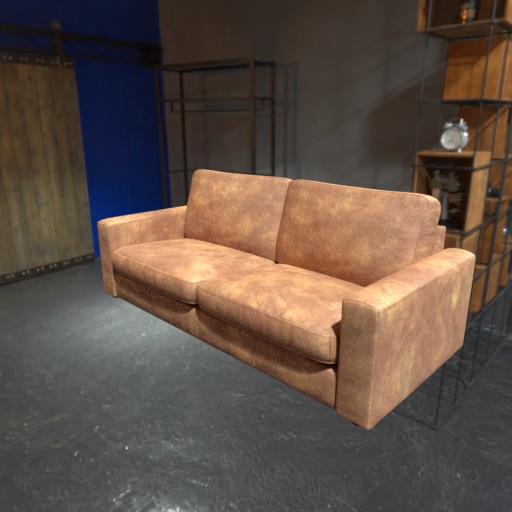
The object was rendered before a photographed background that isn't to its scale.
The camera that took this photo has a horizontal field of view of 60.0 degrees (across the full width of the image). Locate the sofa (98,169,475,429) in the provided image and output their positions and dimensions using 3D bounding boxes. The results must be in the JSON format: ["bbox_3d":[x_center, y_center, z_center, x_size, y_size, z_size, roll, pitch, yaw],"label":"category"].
[{"bbox_3d":[0.000,0.000,2.687,2.179,0.873,1.016,16,23,42],"label":"sofa"}]
